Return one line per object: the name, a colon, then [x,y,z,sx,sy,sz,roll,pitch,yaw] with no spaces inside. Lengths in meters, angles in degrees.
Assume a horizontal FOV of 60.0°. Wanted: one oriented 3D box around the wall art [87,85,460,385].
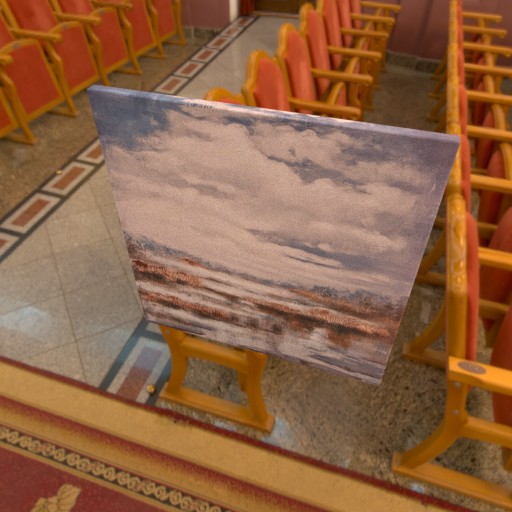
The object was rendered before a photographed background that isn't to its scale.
wall art: [0.000,0.000,1.496,1.010,1.020,0.040,13,43,14]
